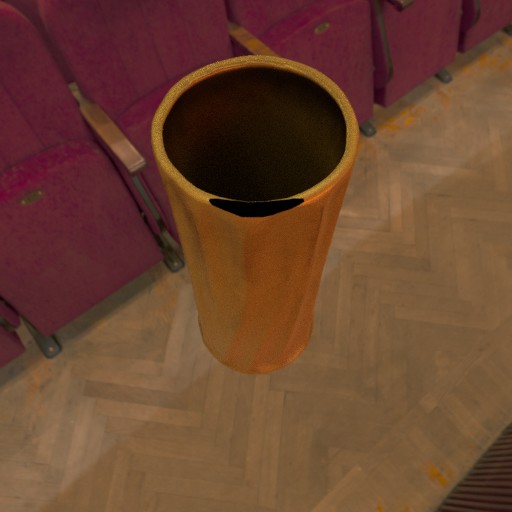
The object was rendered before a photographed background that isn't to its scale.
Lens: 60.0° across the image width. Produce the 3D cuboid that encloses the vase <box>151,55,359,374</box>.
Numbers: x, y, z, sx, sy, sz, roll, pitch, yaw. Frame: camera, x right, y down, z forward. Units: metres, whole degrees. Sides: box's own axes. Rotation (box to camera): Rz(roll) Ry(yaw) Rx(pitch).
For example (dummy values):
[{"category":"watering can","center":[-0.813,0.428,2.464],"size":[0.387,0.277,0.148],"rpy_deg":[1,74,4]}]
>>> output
[{"category":"vase","center":[0.000,0.000,0.174],"size":[0.061,0.143,0.061],"rpy_deg":[0,63,0]}]
